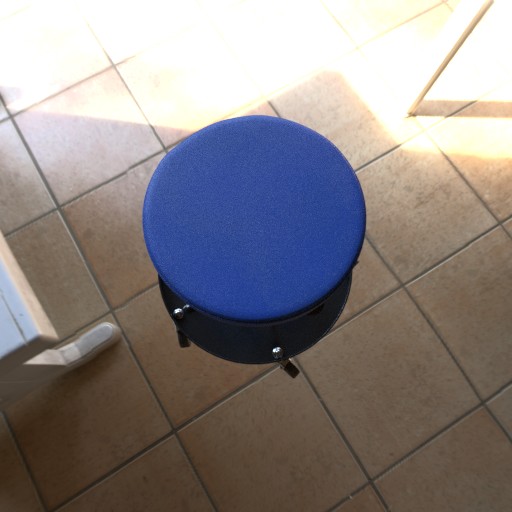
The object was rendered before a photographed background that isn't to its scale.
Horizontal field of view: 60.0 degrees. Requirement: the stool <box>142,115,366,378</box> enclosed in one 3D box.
[{"bbox_3d":[0.000,0.000,0.705,0.381,0.365,0.382,-37,78,-9],"label":"stool"}]
